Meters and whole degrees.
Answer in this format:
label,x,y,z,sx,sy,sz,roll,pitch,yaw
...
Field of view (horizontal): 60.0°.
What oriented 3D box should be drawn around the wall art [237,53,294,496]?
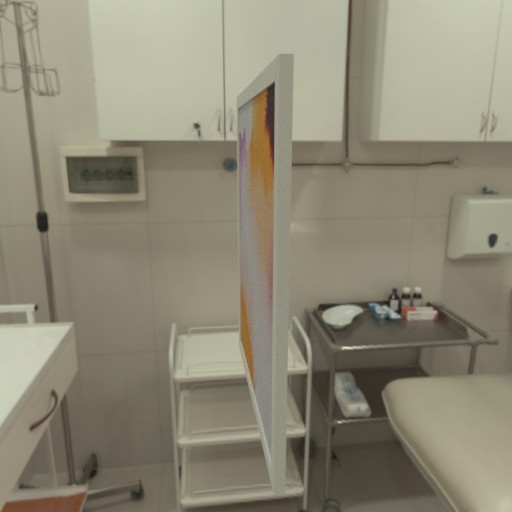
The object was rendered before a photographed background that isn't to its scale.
label,x,y,z,sx,sy,sz,roll,pitch,yaw
wall art,0.000,0.000,0.622,0.013,0.456,0.382,-2,14,-8
